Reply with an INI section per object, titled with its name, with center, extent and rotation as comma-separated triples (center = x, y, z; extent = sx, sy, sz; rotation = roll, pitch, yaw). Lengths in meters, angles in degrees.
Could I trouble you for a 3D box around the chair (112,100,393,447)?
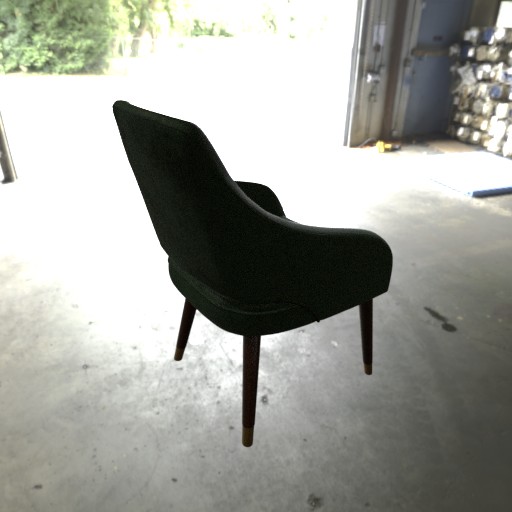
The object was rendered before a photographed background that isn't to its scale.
[chair]
center = 0.000, 0.000, 1.575
extent = 0.794, 1.081, 0.683
rotation = -18, 32, -31
